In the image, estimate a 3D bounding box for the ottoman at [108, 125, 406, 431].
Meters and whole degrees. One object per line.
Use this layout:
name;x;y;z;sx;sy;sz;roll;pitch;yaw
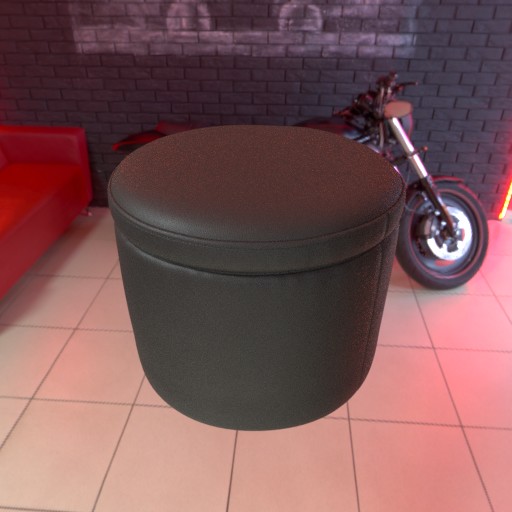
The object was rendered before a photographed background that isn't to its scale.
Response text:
ottoman;0.000;0.000;0.851;0.500;0.409;0.500;0;32;0
